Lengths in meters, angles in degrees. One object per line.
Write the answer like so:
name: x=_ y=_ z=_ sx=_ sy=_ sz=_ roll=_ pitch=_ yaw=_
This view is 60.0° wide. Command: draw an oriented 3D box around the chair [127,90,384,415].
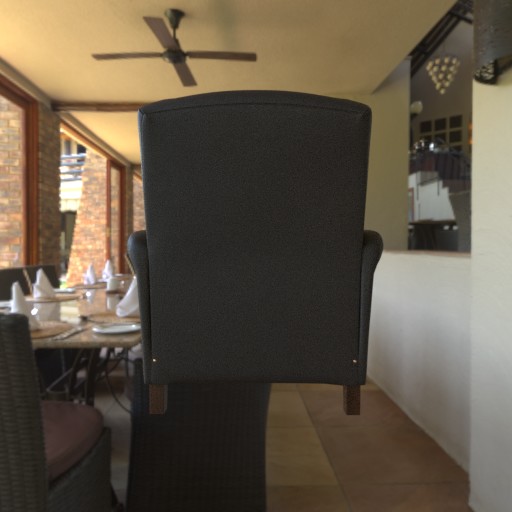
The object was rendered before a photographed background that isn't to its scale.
chair: x=0.000 y=0.000 z=1.818 sx=0.978 sy=1.061 sz=0.902 roll=0 pitch=1 yaw=1
